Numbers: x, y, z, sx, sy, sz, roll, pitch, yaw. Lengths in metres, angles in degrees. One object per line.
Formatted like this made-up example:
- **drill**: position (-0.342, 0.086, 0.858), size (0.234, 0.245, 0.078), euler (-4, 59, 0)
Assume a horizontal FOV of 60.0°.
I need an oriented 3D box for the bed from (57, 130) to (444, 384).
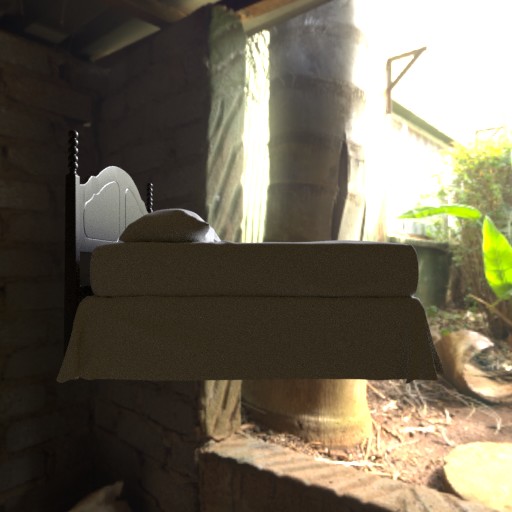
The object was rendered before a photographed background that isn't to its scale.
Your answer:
- **bed**: position (0.000, 0.000, 3.198), size (2.040, 1.356, 1.873), euler (0, -1, 1)
